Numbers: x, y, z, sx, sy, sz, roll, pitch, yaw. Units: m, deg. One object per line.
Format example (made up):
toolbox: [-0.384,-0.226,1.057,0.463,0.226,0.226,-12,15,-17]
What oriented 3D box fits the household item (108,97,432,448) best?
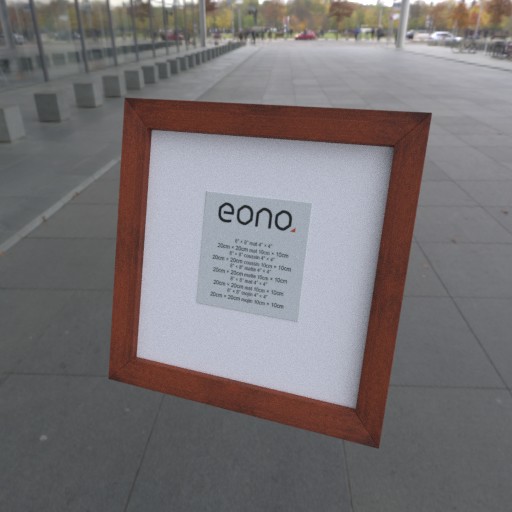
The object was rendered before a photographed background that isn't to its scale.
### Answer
household item: [0.000,0.000,0.374,0.240,0.240,0.131,9,28,16]
